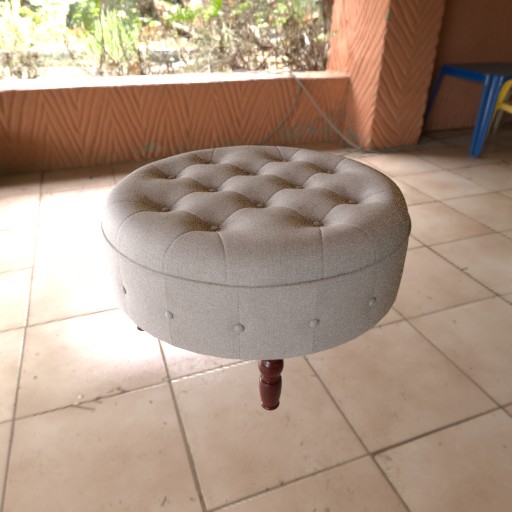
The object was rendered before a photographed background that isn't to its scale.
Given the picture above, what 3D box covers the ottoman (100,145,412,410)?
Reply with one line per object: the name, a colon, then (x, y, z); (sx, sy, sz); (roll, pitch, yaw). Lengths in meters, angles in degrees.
ottoman: (0.000, 0.000, 1.344); (0.849, 0.478, 0.849); (0, 29, 0)
